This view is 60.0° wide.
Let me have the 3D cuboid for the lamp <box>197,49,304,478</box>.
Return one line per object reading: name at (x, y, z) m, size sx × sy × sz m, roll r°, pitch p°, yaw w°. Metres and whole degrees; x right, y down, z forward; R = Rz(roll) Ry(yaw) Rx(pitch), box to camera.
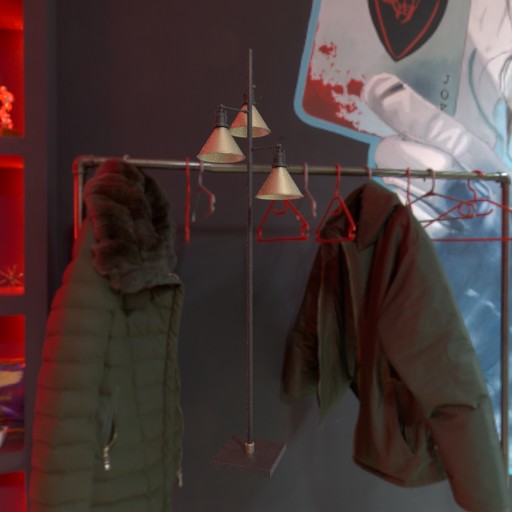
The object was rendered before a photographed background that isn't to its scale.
lamp at (0.000, 0.000, 1.865) m, size 0.415 × 1.716 × 0.428 m, roll 0°, pitch 1°, yaw 18°
